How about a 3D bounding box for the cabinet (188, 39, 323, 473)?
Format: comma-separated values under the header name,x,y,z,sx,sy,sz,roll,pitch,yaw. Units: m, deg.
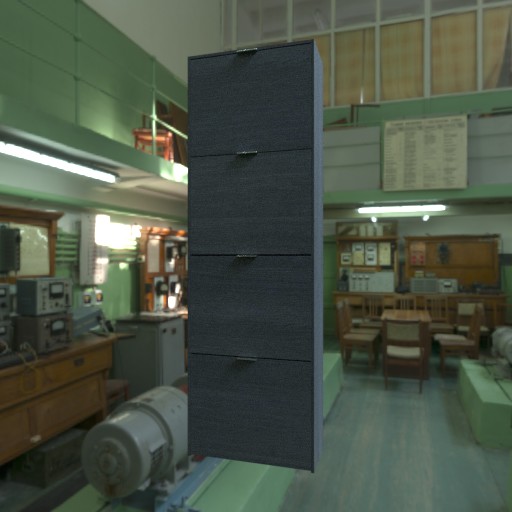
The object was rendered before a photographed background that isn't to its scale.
name,x,y,z,sx,sy,sz,roll,pitch,yaw
cabinet,0.000,0.000,1.839,0.520,1.630,0.255,0,0,17
